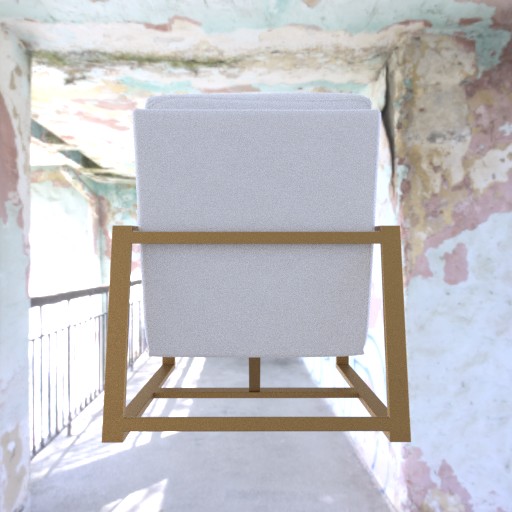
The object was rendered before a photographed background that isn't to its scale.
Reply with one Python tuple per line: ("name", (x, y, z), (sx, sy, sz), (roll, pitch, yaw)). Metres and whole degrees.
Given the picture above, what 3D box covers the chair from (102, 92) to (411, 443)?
("chair", (0.000, 0.000, 1.553), (0.805, 0.966, 0.813), (0, 0, 0))
